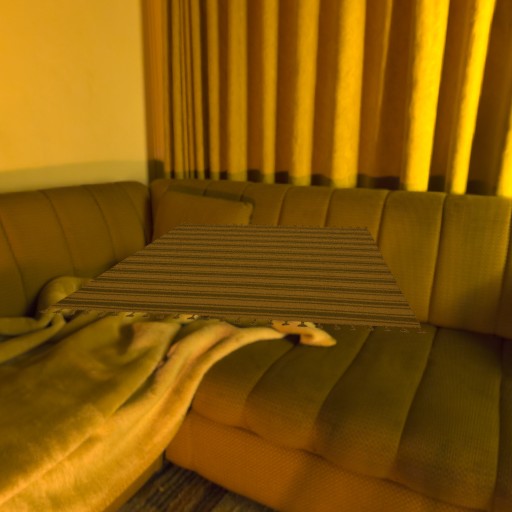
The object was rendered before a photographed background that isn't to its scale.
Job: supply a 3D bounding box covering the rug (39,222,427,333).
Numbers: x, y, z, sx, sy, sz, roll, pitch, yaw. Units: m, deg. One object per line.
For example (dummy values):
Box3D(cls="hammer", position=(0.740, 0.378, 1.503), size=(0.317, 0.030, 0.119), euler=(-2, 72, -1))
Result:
Box3D(cls="rug", position=(0.000, 0.000, 4.260), size=(2.439, 0.005, 3.201), euler=(2, 15, 7))
